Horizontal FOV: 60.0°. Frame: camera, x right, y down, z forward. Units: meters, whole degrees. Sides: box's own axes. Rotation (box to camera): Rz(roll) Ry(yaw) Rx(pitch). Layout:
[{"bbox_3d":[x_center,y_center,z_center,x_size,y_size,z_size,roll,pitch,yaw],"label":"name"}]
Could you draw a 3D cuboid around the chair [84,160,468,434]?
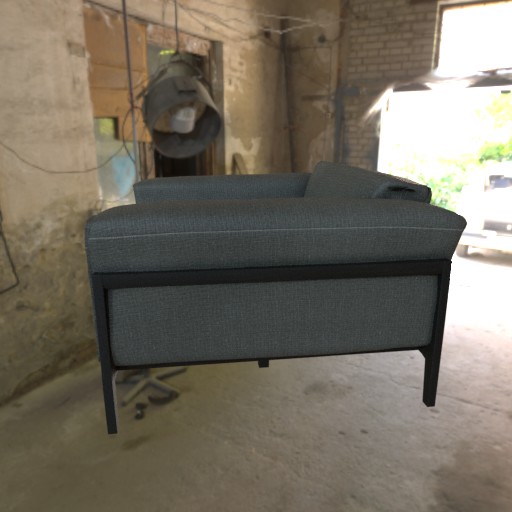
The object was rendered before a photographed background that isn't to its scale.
[{"bbox_3d":[0.000,0.000,1.617,0.969,0.646,1.056,-2,15,-7],"label":"chair"}]
